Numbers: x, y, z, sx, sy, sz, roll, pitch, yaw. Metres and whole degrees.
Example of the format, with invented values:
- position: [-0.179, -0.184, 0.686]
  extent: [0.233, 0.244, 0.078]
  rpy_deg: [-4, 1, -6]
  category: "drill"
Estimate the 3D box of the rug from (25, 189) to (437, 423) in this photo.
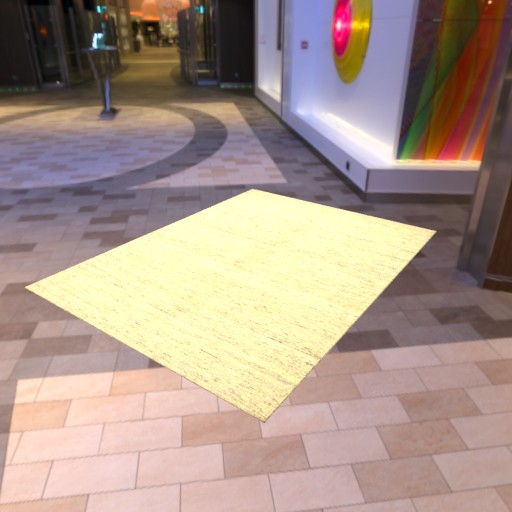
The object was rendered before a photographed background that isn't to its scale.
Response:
- position: [0.000, 0.000, 4.208]
  extent: [2.437, 0.014, 3.201]
  rpy_deg: [18, 32, 32]
  category: "rug"
